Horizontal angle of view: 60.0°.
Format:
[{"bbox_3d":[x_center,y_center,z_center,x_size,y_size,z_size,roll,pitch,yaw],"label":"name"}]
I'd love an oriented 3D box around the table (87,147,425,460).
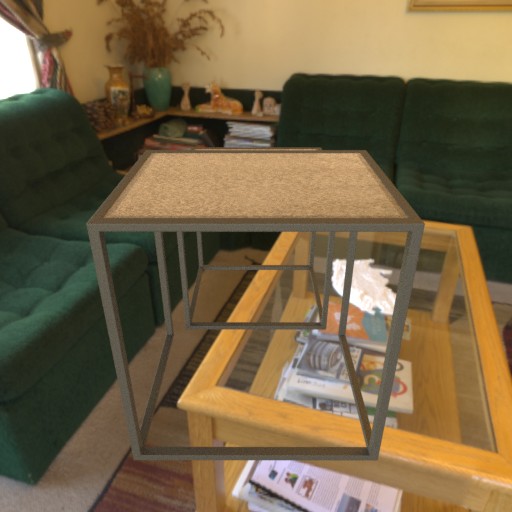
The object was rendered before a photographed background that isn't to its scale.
[{"bbox_3d":[0.000,0.000,1.140,0.508,0.540,0.788,0,29,0],"label":"table"}]
